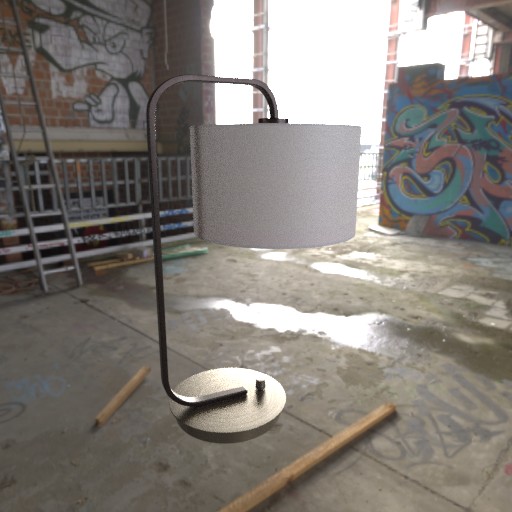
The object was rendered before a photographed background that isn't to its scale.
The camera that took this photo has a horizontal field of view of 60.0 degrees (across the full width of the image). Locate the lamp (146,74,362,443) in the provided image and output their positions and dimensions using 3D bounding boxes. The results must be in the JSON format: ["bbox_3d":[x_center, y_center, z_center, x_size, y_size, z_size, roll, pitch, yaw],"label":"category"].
[{"bbox_3d":[0.000,0.000,0.635,0.288,0.473,0.230,-7,16,-25],"label":"lamp"}]
